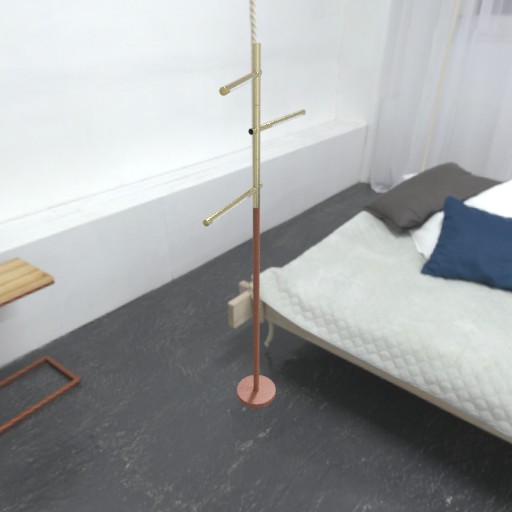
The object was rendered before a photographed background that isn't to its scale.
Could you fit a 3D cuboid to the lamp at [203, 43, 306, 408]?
[{"bbox_3d":[0.000,0.000,1.964,0.209,1.704,0.737,10,31,18],"label":"lamp"}]
